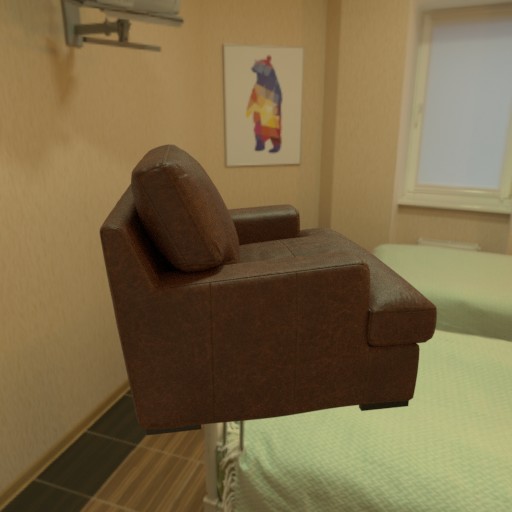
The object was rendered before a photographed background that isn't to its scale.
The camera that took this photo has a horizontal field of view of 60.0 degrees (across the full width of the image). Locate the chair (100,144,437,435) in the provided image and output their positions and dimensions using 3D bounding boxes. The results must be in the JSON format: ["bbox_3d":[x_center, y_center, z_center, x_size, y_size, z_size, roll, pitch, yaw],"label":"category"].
[{"bbox_3d":[0.000,0.000,1.990,1.143,0.939,1.168,-3,18,-9],"label":"chair"}]
